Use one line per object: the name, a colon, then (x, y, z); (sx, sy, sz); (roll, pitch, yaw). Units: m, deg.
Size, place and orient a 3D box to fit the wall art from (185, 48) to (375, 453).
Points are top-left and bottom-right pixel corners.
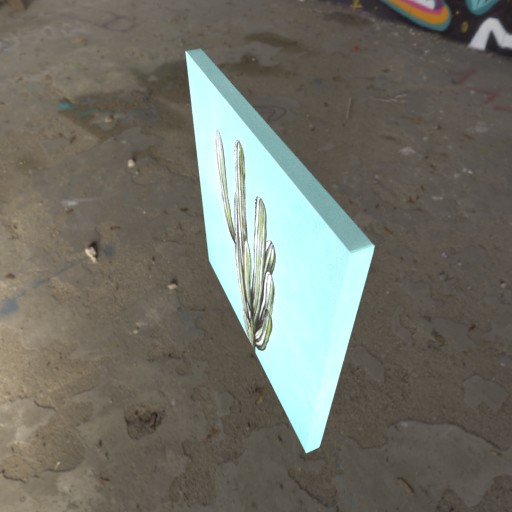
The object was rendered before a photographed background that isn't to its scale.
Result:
wall art: (0.000, 0.000, 1.601); (0.070, 1.073, 1.071); (-18, 49, -16)
